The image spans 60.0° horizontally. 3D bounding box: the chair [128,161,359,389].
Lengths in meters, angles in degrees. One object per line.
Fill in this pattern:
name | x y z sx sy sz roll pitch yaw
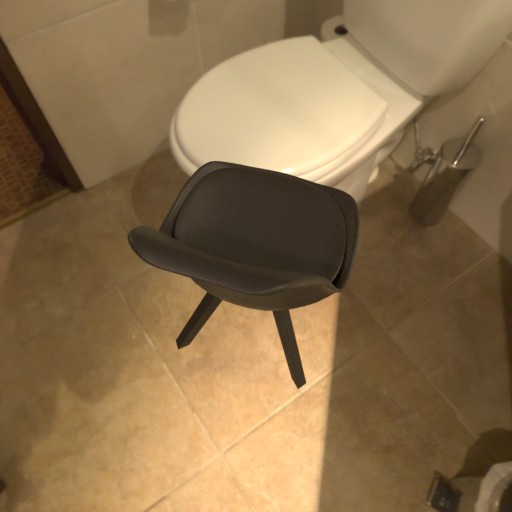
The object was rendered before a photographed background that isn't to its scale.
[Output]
chair | 0.000 0.000 1.163 0.485 0.850 0.550 16 63 8
